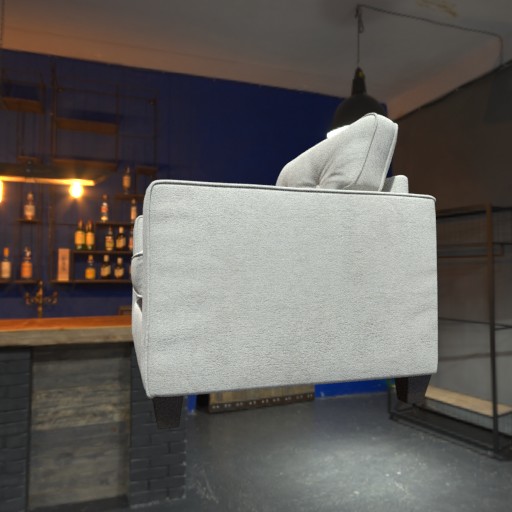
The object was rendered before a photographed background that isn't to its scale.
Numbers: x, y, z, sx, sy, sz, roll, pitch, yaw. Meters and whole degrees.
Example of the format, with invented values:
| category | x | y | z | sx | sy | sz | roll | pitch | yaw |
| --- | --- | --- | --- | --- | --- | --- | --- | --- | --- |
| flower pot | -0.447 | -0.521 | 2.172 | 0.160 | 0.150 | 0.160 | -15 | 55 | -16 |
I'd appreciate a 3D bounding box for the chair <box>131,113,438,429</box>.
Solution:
| category | x | y | z | sx | sy | sz | roll | pitch | yaw |
| --- | --- | --- | --- | --- | --- | --- | --- | --- | --- |
| chair | 0.000 | 0.000 | 1.754 | 0.939 | 0.965 | 1.015 | 0 | -2 | -17 |
